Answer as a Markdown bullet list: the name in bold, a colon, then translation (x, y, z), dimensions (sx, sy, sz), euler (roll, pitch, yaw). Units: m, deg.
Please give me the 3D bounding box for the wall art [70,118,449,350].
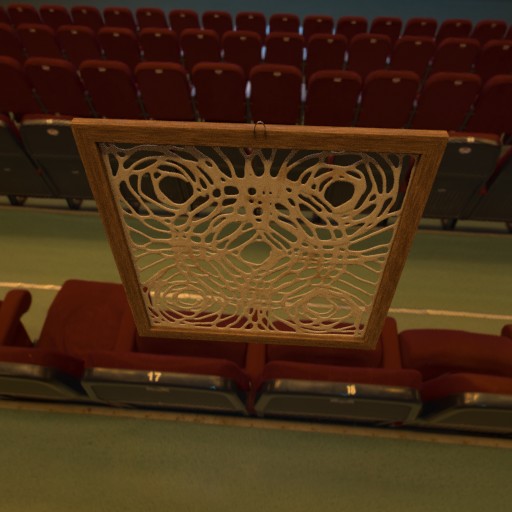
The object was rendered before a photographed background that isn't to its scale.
- **wall art**: translation (0.000, 0.000, 0.853), dimensions (0.561, 0.576, 0.021), euler (3, 46, 3)
